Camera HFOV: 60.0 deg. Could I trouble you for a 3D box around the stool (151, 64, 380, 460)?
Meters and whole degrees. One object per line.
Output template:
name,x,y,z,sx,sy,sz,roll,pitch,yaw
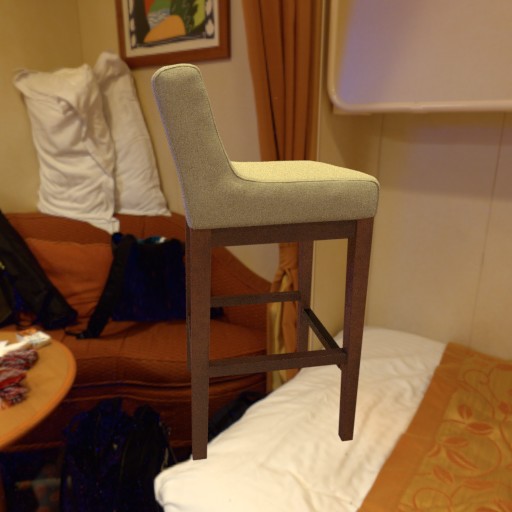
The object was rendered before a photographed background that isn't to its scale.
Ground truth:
stool,0.000,0.000,1.239,0.500,0.937,0.511,-3,17,-10
